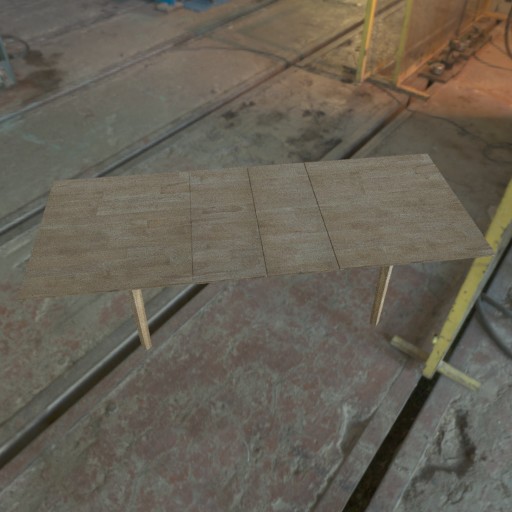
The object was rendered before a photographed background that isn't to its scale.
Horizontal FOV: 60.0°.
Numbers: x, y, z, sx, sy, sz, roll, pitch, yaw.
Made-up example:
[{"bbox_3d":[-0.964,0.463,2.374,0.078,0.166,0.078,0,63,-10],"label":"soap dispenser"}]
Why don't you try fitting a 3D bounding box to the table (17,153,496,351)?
[{"bbox_3d":[0.000,0.000,3.007,2.603,0.752,1.000,-5,47,-5],"label":"table"}]
